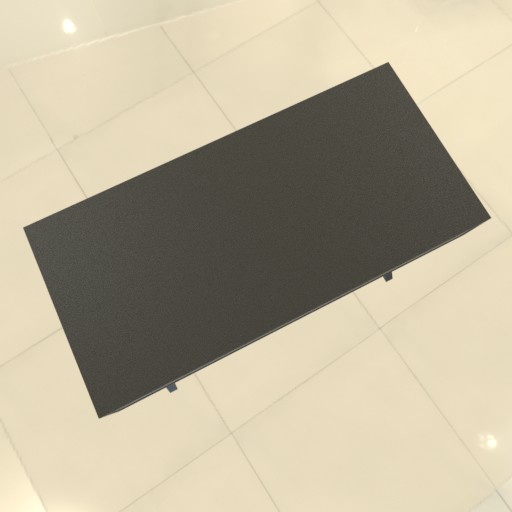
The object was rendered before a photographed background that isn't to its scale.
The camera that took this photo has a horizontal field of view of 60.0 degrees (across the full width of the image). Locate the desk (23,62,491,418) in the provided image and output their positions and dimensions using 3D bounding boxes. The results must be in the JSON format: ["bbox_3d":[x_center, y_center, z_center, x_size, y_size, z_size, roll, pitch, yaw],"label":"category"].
[{"bbox_3d":[0.000,0.000,1.488,1.057,0.780,0.525,-26,78,-6],"label":"desk"}]
